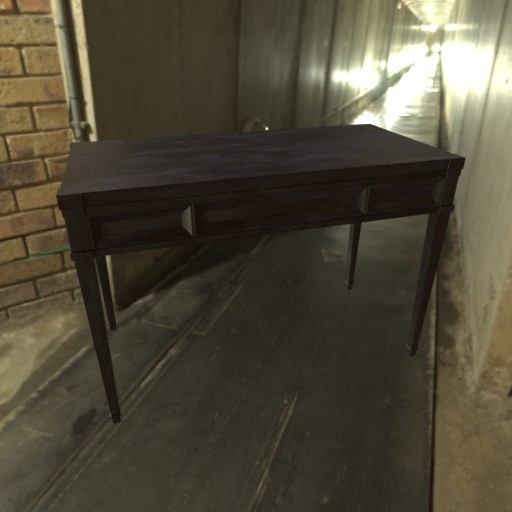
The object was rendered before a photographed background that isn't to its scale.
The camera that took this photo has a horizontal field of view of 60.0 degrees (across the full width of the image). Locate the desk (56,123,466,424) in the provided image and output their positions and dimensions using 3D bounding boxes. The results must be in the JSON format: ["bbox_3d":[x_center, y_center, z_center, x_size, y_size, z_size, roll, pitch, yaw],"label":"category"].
[{"bbox_3d":[0.000,0.000,1.791,1.289,0.861,0.630,-8,28,-15],"label":"desk"}]
